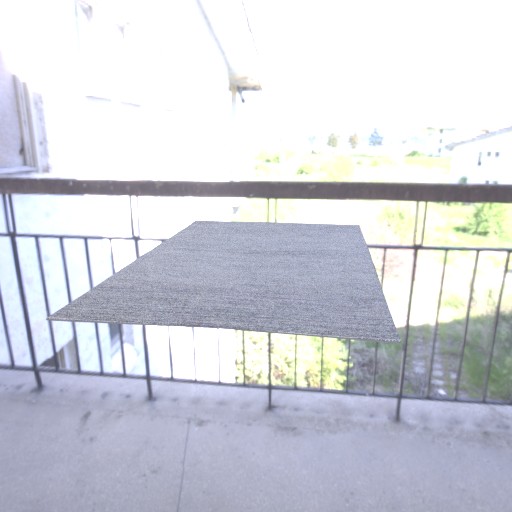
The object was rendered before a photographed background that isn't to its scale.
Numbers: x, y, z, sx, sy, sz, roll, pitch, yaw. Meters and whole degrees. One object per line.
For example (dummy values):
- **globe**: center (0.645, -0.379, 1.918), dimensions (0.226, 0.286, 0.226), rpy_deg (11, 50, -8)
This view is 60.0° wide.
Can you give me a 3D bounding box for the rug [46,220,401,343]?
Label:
- **rug**: center (0.000, 0.000, 2.257), dimensions (1.159, 0.021, 1.789), rpy_deg (2, 16, 9)
